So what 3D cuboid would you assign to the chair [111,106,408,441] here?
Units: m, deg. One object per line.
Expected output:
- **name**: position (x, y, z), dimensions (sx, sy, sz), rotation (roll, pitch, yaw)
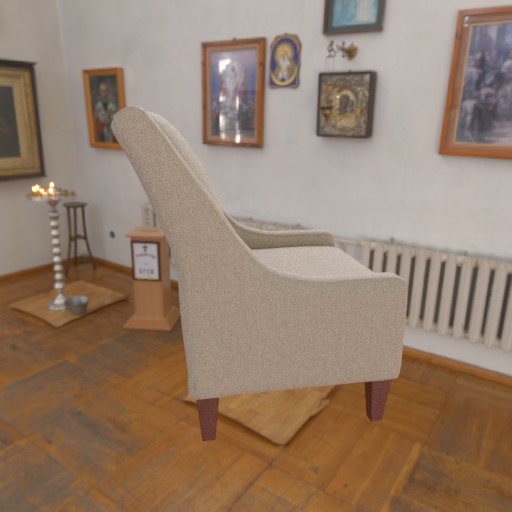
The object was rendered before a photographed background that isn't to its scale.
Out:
- **chair**: position (0.000, 0.000, 1.649), dimensions (0.870, 1.014, 0.774), rotation (-3, 16, -10)
